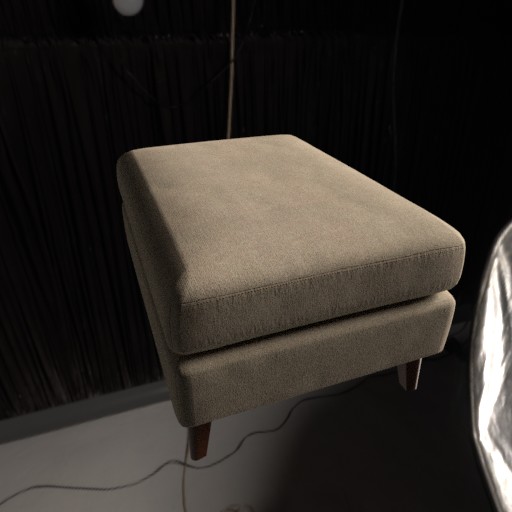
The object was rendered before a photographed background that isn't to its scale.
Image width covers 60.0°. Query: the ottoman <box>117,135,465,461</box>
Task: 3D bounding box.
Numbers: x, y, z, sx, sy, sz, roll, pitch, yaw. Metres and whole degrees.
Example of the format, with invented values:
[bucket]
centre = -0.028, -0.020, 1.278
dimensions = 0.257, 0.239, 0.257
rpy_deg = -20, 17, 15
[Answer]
[ottoman]
centre = 0.000, 0.000, 1.188
dimensions = 0.610, 0.478, 0.823
rpy_deg = -11, 31, -18
